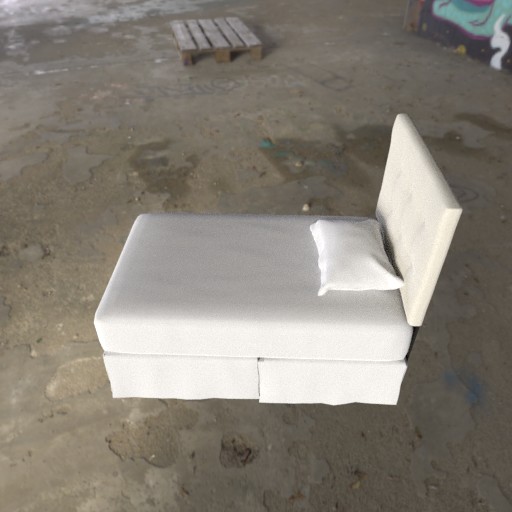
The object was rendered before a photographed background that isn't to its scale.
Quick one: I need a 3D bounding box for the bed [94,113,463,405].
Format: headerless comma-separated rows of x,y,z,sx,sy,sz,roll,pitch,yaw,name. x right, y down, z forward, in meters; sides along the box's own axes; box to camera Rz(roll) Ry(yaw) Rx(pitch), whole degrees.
0.000,0.000,3.001,1.997,1.571,1.261,1,40,2,bed
